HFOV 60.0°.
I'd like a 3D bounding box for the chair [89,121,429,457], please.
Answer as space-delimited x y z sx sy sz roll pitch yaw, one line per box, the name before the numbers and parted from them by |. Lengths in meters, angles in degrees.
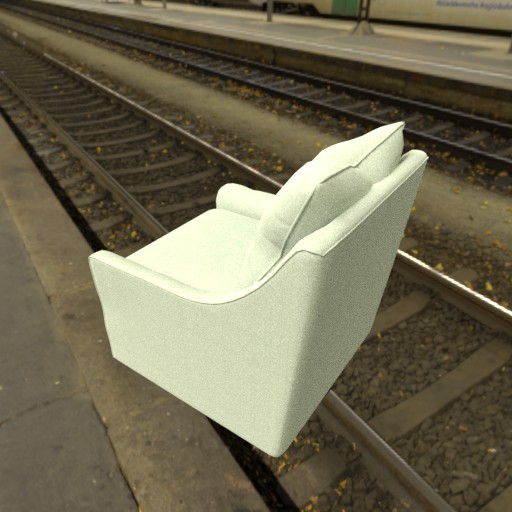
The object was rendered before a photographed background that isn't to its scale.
chair | 0.000 0.000 1.568 0.870 0.926 0.760 20 38 29
